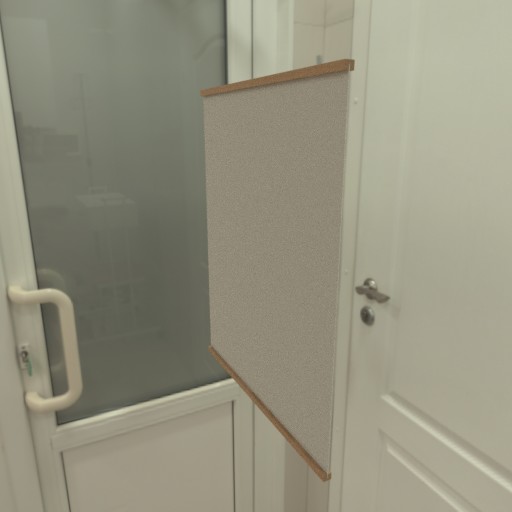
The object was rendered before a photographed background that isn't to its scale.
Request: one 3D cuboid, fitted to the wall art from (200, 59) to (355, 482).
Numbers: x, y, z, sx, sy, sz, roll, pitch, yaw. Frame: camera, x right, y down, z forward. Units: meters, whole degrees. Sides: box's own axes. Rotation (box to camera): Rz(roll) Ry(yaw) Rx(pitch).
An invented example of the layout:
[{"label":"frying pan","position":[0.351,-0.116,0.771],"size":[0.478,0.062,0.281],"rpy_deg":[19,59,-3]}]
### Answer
[{"label":"wall art","position":[0.000,0.000,0.682],"size":[0.012,0.508,0.405],"rpy_deg":[-8,18,-26]}]
